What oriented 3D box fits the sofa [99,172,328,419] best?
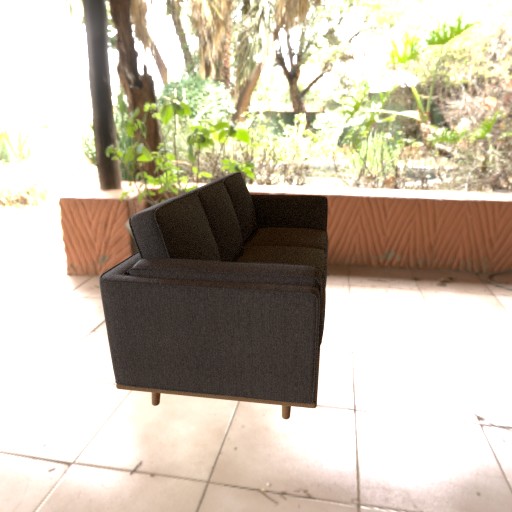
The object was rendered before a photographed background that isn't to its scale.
[{"bbox_3d":[0.000,0.000,2.819,0.903,0.899,2.362,3,16,9],"label":"sofa"}]
